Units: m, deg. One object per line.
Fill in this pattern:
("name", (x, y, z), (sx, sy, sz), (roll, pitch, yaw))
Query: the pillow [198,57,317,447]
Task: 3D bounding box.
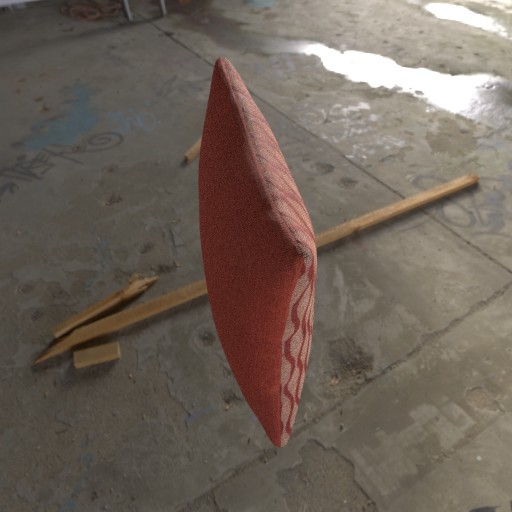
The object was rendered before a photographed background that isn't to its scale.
("pillow", (0.000, 0.000, 0.670), (0.159, 0.434, 0.429), (-10, 46, -9))
